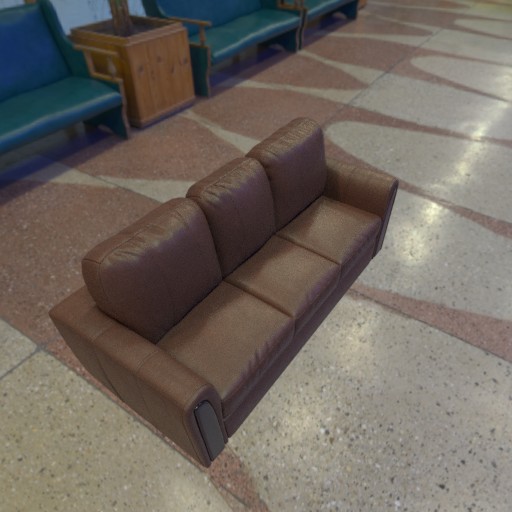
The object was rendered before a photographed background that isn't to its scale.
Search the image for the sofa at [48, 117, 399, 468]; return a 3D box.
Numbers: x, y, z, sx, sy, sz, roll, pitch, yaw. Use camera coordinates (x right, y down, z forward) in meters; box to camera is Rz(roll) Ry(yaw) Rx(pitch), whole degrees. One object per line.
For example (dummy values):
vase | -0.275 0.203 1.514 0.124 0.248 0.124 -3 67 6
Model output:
sofa | 0.000 0.000 2.305 0.802 0.915 1.862 25 47 26
